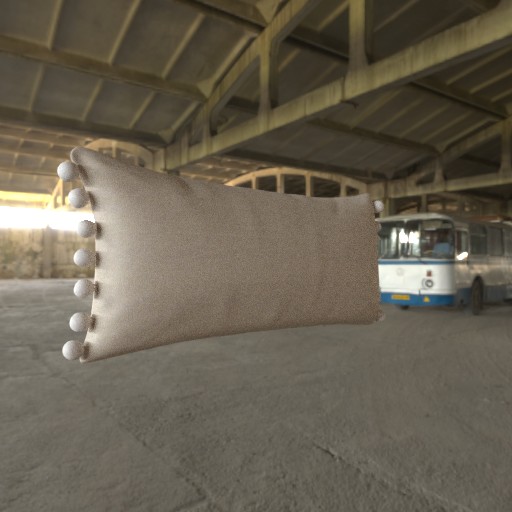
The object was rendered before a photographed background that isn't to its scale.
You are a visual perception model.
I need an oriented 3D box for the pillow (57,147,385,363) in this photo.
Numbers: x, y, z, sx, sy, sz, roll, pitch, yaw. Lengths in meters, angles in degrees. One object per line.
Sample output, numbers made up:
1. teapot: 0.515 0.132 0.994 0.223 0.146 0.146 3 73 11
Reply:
1. pillow: 0.000 0.000 0.844 0.709 0.322 0.201 0 -1 -35
